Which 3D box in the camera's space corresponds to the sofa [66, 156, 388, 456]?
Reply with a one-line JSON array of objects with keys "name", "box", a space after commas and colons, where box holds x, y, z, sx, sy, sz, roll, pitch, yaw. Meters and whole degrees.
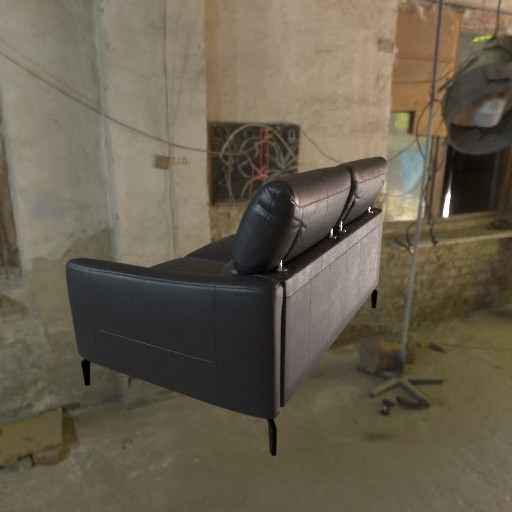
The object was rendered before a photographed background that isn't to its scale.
[{"name": "sofa", "box": [0.000, 0.000, 2.199, 0.958, 0.920, 1.596, 8, 18, 26]}]
